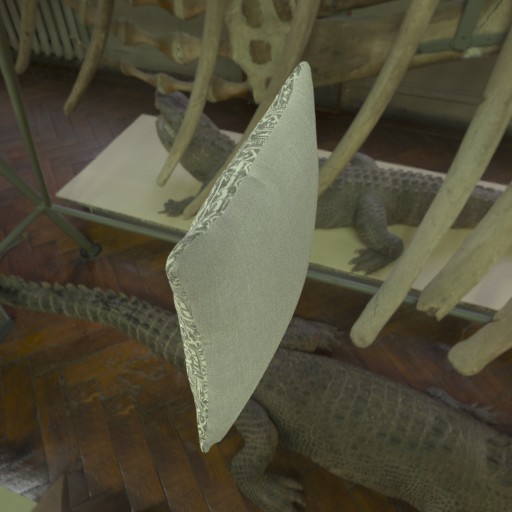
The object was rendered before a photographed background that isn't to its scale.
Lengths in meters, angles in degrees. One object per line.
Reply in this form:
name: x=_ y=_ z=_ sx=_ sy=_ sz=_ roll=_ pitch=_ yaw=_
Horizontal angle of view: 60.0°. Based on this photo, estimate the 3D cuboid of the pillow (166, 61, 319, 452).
pillow: x=0.000 y=0.000 z=0.790 sx=0.180 sy=0.487 sz=0.546 roll=14 pitch=48 yaw=13
